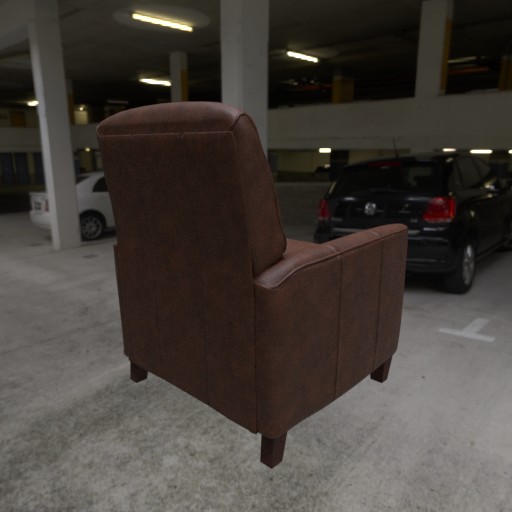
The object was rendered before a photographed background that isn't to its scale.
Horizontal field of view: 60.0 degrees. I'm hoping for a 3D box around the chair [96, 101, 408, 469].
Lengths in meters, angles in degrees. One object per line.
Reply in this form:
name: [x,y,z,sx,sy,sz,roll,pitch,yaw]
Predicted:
chair: [0.000,0.000,1.623,0.839,1.010,0.850,12,18,41]
